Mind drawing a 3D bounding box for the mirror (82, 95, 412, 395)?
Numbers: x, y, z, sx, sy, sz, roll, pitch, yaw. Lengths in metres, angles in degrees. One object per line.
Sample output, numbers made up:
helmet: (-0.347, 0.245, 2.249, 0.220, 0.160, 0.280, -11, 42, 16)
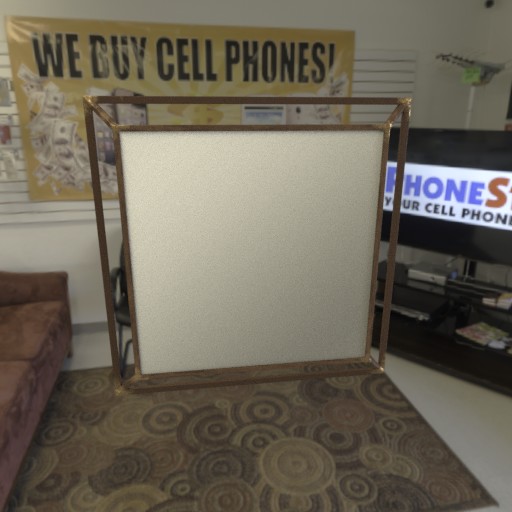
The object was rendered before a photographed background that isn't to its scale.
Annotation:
mirror: (0.000, 0.000, 0.900, 0.610, 0.610, 0.032, -3, 18, -8)
